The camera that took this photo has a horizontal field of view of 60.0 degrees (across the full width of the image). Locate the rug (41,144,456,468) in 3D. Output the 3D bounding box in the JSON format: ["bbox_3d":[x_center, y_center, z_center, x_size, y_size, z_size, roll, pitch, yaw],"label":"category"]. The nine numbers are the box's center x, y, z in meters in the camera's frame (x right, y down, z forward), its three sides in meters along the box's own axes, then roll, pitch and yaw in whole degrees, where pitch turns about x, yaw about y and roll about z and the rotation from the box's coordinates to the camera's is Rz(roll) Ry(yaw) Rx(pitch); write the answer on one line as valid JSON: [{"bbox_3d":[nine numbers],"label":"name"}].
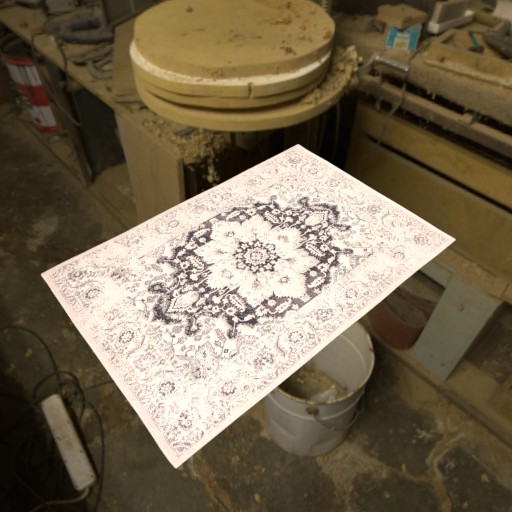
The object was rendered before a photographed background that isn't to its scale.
[{"bbox_3d":[0.000,0.000,2.313,1.813,0.008,1.223,-32,54,-27],"label":"rug"}]
